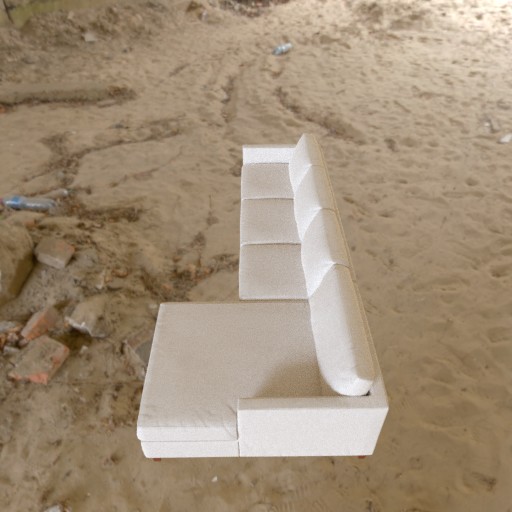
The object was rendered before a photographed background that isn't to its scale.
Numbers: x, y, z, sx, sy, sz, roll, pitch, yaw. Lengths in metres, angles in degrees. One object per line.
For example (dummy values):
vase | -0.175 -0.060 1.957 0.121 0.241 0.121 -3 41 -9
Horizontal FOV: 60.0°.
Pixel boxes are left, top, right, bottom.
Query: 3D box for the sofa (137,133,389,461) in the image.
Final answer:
sofa | 0.000 0.000 4.138 1.606 0.954 3.471 0 41 -1
